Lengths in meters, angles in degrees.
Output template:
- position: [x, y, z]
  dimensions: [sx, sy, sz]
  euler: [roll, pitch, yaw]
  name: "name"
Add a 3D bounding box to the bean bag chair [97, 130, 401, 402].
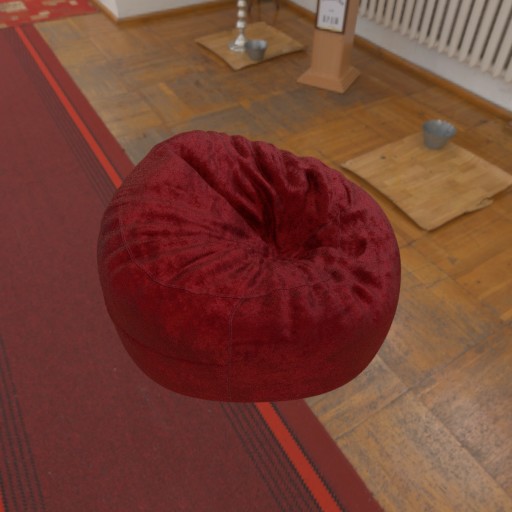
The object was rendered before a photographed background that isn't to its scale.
- position: [0.000, 0.000, 2.379]
  dimensions: [1.524, 0.878, 1.524]
  euler: [9, 46, 9]
  name: "bean bag chair"
